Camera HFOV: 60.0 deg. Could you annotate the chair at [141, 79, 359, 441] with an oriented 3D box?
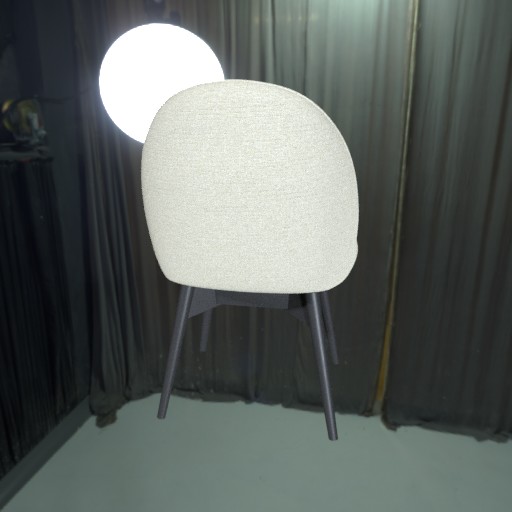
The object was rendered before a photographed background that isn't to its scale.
[{"bbox_3d":[0.000,0.000,1.186,0.532,0.838,0.540,3,17,10],"label":"chair"}]
